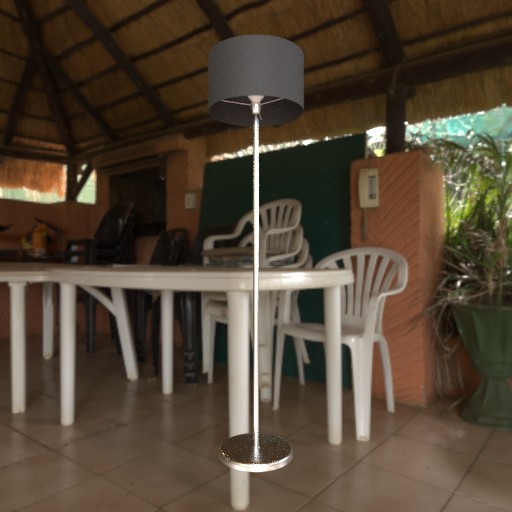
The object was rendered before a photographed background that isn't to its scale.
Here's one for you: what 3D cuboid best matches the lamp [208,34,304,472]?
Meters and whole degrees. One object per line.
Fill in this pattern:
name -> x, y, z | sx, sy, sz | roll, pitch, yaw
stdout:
lamp -> 0.000, 0.000, 1.617 | 0.348, 1.443, 0.348 | 0, 0, 37
